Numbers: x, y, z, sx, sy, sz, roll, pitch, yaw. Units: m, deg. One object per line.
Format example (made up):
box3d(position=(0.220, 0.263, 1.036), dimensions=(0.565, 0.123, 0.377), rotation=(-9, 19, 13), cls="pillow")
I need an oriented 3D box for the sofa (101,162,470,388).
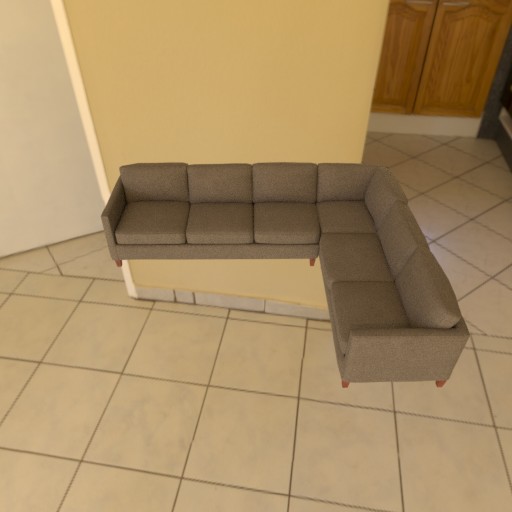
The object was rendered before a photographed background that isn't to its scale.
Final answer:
box3d(position=(0.000, 0.000, 4.505), dimensions=(3.302, 0.947, 2.593), rotation=(0, 40, 0), cls="sofa")
